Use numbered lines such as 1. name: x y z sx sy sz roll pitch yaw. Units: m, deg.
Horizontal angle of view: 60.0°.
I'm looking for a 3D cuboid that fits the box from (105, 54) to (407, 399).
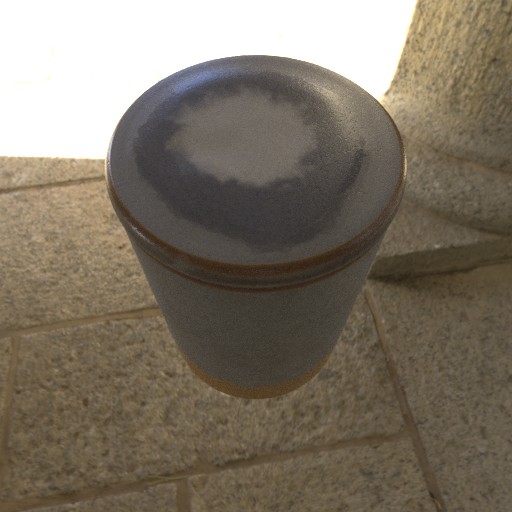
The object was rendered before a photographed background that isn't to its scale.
1. box: 0.000 0.000 0.242 0.118 0.168 0.118 0 58 0
